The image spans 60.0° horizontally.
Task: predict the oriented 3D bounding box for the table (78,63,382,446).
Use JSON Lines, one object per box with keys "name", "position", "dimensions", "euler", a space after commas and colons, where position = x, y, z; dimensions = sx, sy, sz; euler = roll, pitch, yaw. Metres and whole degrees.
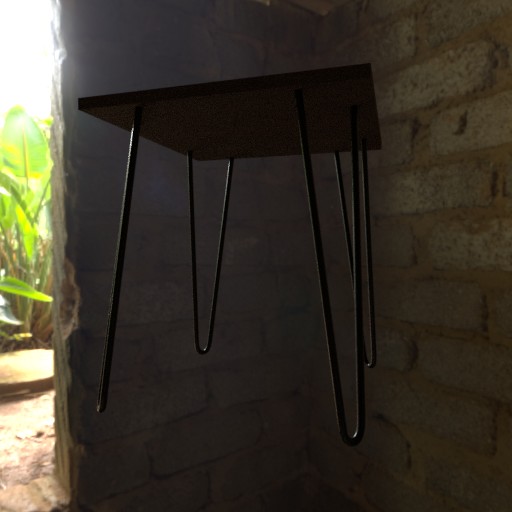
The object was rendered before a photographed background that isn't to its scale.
{"name": "table", "position": [0.000, 0.000, 0.941], "dimensions": [0.495, 0.559, 0.495], "euler": [0, 1, 18]}
